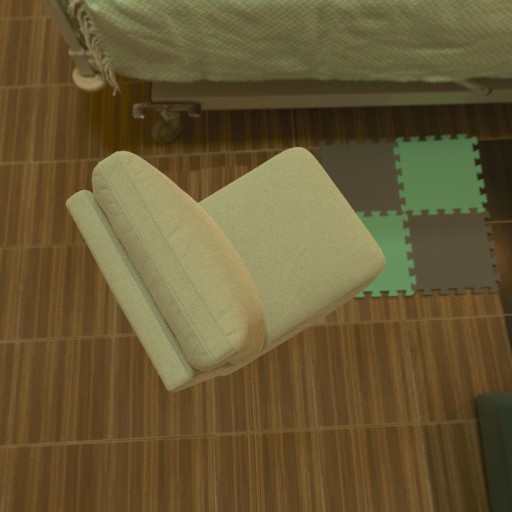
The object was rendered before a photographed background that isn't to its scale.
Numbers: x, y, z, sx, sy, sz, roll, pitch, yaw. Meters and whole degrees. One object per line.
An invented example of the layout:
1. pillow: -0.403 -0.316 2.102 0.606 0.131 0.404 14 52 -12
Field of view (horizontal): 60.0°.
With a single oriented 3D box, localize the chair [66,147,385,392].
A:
1. chair: 0.000 0.000 1.331 0.698 0.927 0.503 -31 77 -8
